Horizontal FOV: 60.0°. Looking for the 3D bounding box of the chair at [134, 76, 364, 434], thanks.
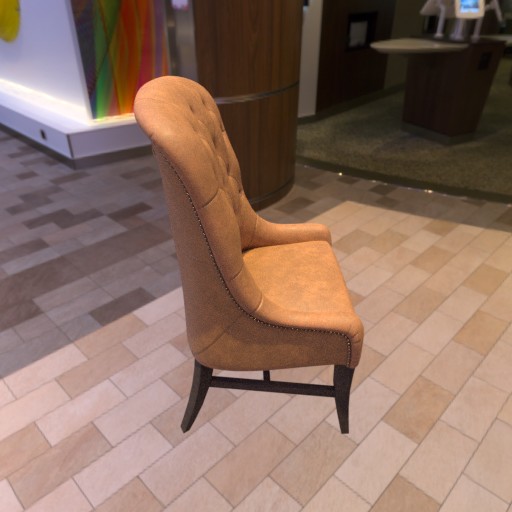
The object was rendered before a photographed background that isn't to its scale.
[{"bbox_3d":[0.000,0.000,1.470,0.629,1.091,0.634,-1,32,-1],"label":"chair"}]
